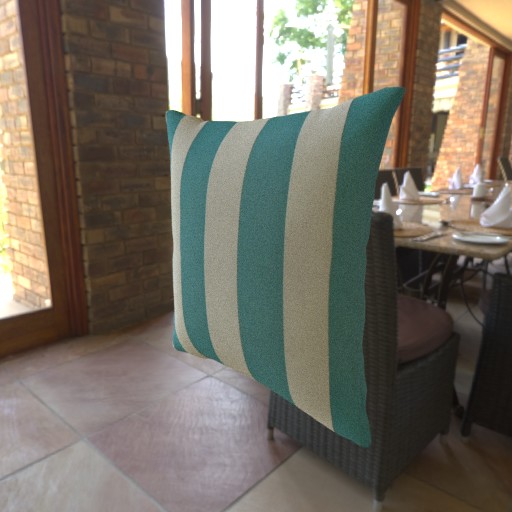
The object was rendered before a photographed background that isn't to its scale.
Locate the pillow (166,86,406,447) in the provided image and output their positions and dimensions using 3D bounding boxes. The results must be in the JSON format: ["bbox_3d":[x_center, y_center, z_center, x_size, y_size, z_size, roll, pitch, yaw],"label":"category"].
[{"bbox_3d":[0.000,0.000,0.793,0.189,0.526,0.536,-13,19,-43],"label":"pillow"}]
